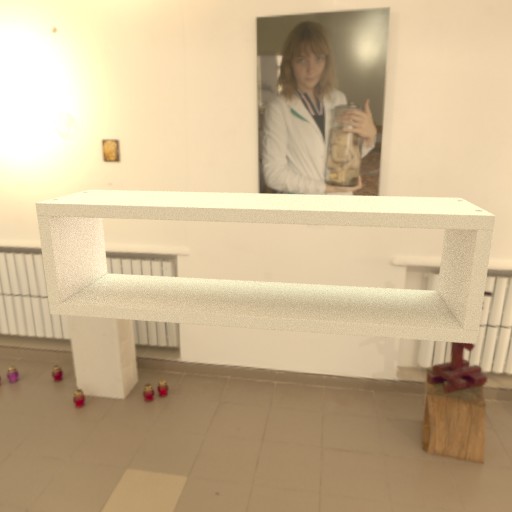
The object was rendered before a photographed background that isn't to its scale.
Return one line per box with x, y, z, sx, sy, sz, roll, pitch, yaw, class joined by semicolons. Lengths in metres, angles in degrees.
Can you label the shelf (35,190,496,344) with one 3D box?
0.000;0.000;0.675;0.610;0.170;0.150;3;16;9;shelf
